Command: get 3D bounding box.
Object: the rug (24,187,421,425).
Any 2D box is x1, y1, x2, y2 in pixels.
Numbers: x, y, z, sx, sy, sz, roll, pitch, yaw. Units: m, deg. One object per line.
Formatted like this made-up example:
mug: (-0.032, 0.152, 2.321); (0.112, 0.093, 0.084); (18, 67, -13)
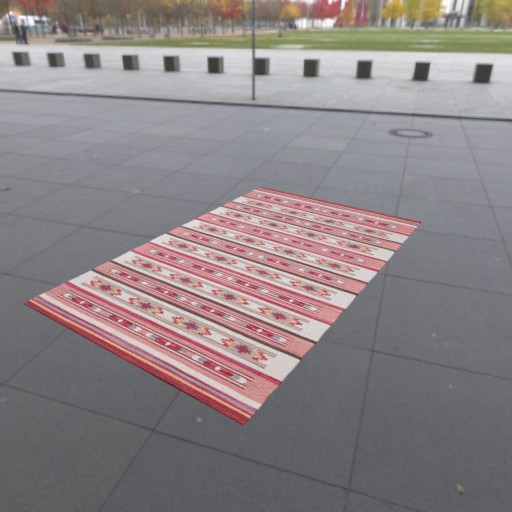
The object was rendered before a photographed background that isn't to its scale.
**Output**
rug: (0.000, 0.000, 3.014); (1.535, 0.010, 2.431); (17, 32, 30)
